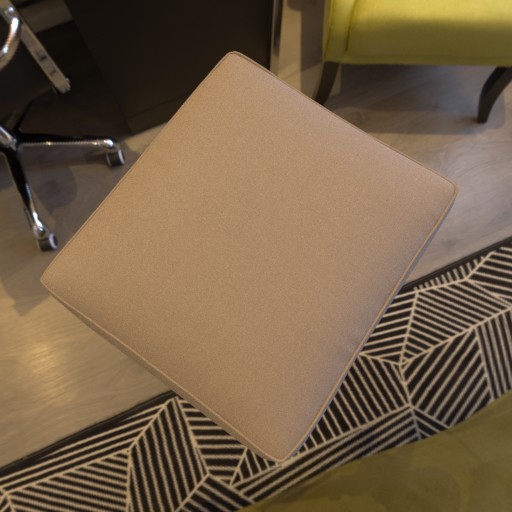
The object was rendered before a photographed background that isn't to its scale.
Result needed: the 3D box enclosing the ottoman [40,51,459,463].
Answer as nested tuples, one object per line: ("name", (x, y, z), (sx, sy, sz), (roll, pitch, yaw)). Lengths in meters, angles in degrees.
("ottoman", (0.000, 0.000, 1.119), (0.662, 0.505, 0.721), (34, 78, 8))
